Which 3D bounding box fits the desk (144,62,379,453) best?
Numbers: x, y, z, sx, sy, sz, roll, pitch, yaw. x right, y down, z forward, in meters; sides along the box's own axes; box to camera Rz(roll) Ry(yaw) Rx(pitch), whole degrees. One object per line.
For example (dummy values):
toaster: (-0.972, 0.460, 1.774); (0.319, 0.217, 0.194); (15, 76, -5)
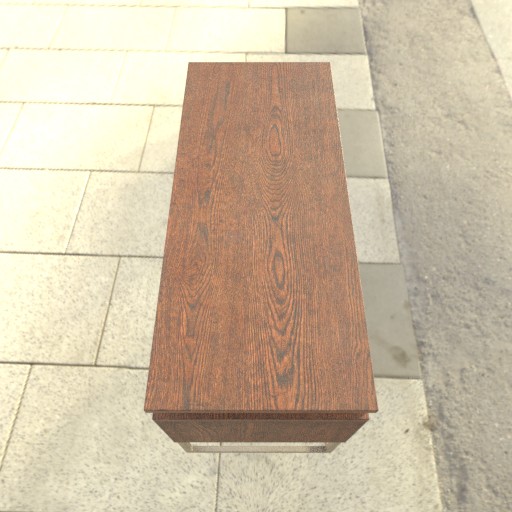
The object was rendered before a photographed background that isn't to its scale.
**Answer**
desk: (0.000, 0.000, 1.797); (0.610, 0.792, 1.384); (0, 59, 0)
